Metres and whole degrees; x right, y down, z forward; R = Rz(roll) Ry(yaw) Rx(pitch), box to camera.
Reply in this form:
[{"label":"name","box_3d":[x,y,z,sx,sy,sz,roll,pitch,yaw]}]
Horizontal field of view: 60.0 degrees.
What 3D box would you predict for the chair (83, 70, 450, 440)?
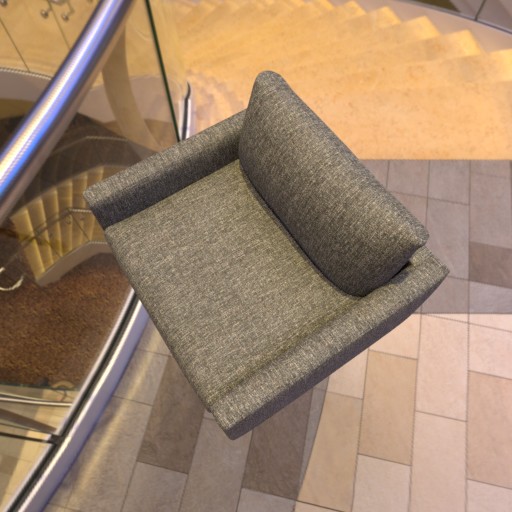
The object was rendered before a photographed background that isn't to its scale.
[{"label":"chair","box_3d":[0.000,0.000,1.624,0.866,0.861,0.963,-31,68,-14]}]
